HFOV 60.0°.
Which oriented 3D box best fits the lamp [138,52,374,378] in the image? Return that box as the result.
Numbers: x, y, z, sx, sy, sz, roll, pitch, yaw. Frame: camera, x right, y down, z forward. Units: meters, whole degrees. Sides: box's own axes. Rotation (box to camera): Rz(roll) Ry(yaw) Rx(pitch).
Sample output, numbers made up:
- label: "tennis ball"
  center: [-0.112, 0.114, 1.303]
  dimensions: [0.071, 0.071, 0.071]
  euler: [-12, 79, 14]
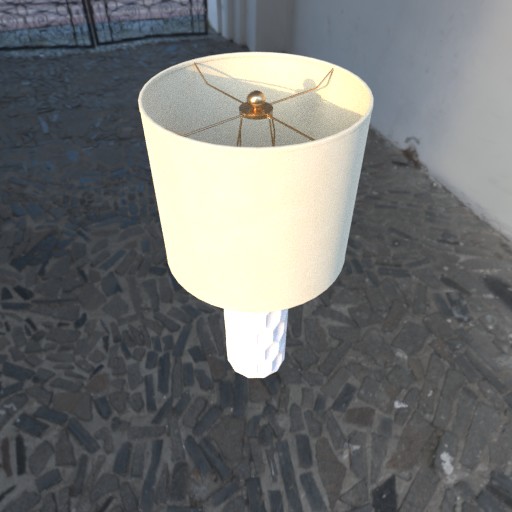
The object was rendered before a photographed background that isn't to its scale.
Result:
- label: "lamp"
  center: [0.000, 0.000, 0.712]
  dimensions: [0.277, 0.537, 0.277]
  euler: [-1, 43, -1]
